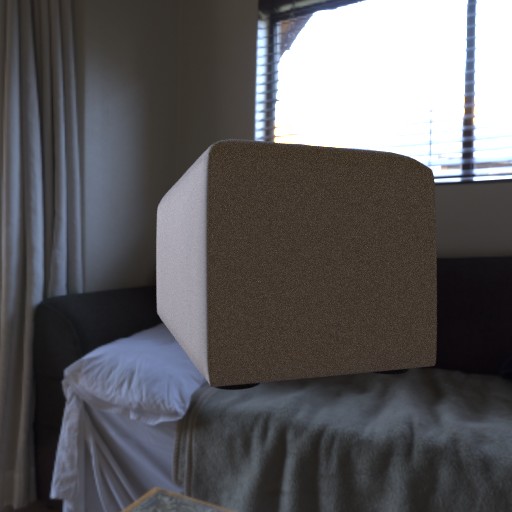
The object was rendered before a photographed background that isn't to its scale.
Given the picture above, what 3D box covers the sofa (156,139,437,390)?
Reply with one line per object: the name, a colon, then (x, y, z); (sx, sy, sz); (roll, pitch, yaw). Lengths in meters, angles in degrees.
sofa: (0.000, 0.000, 1.247); (0.480, 0.470, 0.930); (0, 1, -18)
